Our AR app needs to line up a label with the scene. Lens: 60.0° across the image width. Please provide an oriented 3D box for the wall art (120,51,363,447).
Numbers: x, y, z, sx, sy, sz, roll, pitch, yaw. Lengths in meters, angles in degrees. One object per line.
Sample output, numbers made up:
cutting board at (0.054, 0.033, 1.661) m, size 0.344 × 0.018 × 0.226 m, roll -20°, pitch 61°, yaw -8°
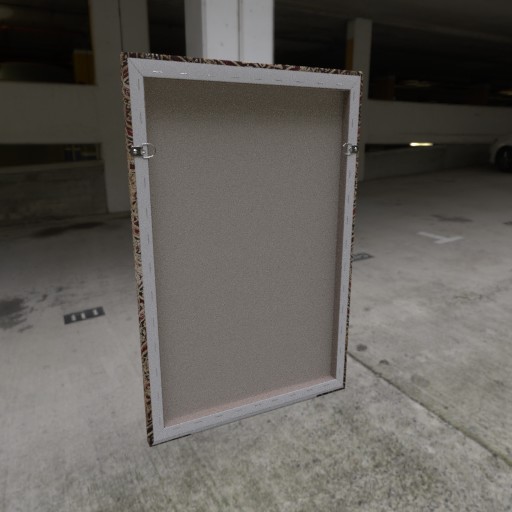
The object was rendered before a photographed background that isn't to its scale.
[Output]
wall art at (0.000, 0.000, 1.123) m, size 0.599 × 0.904 × 0.030 m, roll -7°, pitch 16°, yaw -26°
